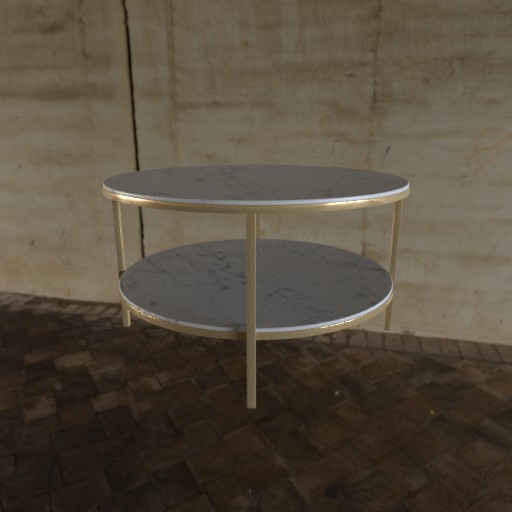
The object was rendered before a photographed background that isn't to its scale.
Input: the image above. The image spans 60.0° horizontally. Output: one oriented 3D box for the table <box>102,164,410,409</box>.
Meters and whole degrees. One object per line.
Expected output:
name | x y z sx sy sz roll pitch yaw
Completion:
table | 0.000 0.000 1.274 0.800 0.450 0.800 0 16 0
